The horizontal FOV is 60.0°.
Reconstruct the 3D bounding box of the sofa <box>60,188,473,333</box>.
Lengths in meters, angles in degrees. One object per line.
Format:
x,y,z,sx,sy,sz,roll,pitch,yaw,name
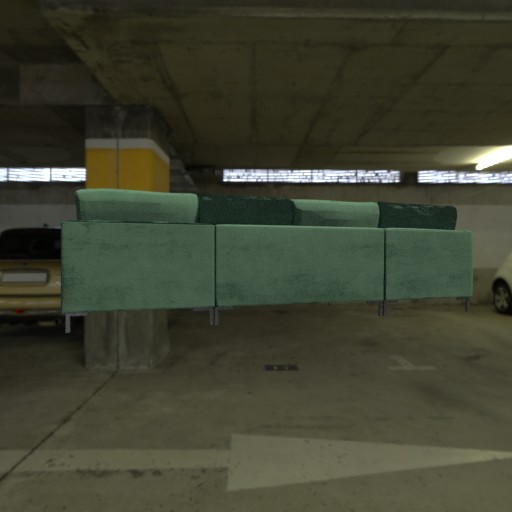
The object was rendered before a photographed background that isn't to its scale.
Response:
0.000,0.000,4.377,3.434,0.992,2.055,0,0,-19,sofa
